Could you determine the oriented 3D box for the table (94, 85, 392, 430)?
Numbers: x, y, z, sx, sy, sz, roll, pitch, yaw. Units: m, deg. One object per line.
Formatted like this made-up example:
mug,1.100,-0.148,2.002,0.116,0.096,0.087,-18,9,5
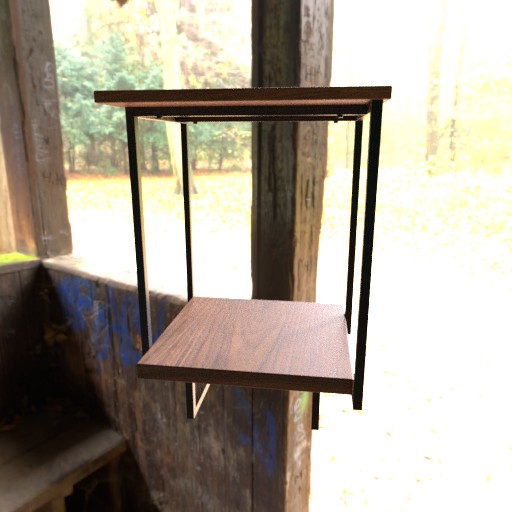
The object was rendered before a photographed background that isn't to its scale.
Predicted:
table,0.000,0.000,0.854,0.411,0.567,0.384,2,15,8
